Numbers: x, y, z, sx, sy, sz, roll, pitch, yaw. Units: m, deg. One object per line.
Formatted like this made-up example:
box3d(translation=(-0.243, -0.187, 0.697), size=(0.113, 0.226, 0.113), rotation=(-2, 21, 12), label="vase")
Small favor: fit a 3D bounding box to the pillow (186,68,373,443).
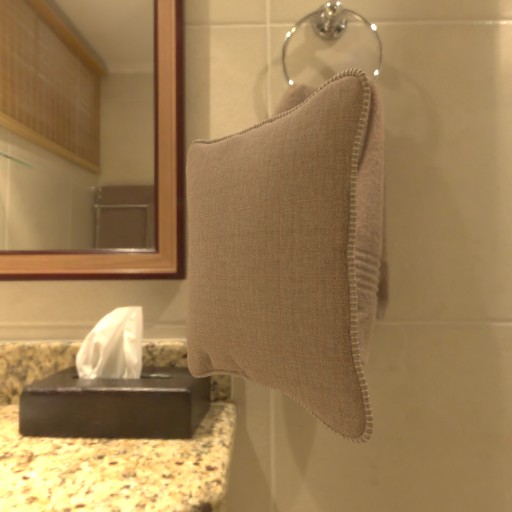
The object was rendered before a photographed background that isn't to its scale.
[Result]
box3d(translation=(0.000, 0.000, 0.753), size=(0.124, 0.494, 0.485), rotation=(1, -2, -37), label="pillow")
